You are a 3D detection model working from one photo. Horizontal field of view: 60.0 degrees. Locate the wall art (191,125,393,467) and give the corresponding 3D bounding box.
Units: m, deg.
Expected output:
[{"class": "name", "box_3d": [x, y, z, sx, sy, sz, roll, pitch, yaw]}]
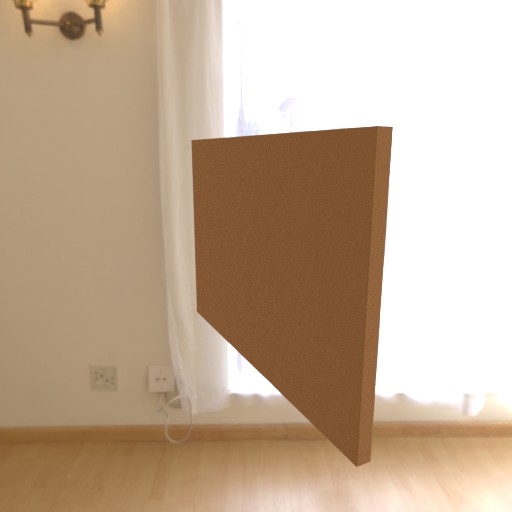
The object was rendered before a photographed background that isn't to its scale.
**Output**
[{"class": "wall art", "box_3d": [0.000, 0.000, 1.160, 0.033, 0.608, 0.915, -6, 15, -25]}]
